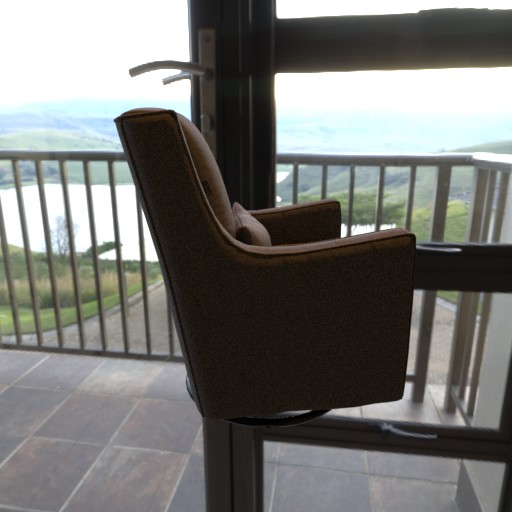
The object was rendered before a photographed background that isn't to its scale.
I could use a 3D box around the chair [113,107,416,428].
[{"bbox_3d":[0.000,0.000,1.581,0.879,0.993,0.732,-2,16,-9],"label":"chair"}]
